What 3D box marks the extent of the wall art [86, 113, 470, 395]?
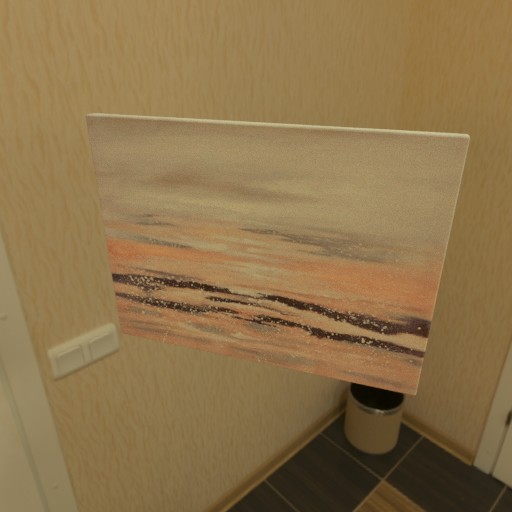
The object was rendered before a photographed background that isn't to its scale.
[{"bbox_3d":[0.000,0.000,1.311,1.015,0.763,0.038,8,27,16],"label":"wall art"}]
